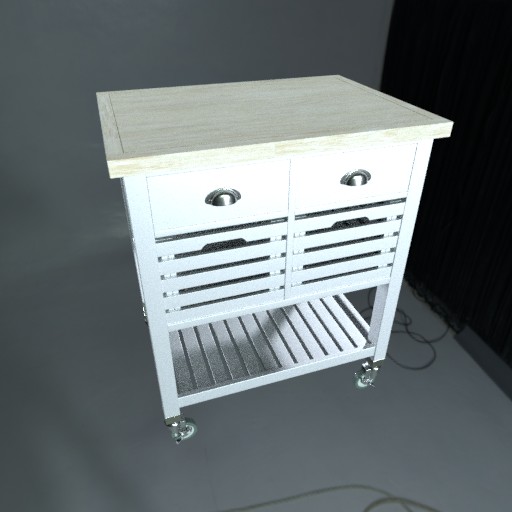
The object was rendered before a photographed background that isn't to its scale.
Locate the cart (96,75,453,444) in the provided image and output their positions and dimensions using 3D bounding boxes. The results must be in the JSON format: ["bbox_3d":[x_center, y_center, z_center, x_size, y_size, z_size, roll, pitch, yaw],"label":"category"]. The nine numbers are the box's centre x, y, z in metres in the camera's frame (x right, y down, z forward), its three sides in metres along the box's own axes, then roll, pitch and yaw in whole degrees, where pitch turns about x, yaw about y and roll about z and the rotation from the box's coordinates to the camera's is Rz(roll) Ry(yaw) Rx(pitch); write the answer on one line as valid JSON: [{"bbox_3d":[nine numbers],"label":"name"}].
[{"bbox_3d":[0.000,0.000,1.379,0.762,0.914,0.559,-10,34,-16],"label":"cart"}]
